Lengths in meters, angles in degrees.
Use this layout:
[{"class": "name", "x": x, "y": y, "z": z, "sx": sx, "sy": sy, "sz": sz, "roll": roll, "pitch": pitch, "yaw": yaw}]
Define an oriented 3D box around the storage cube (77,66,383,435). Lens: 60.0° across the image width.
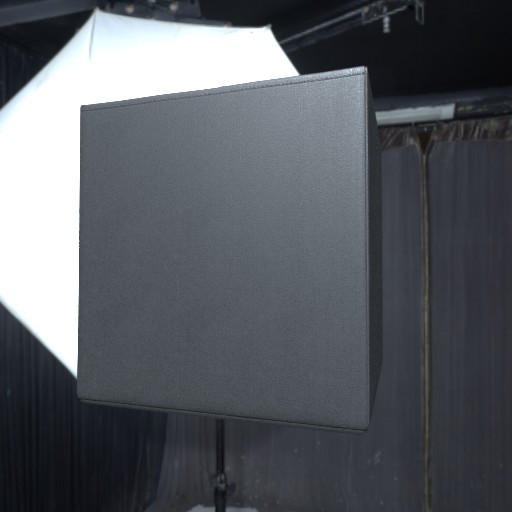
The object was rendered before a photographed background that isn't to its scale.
[{"class": "storage cube", "x": 0.000, "y": 0.000, "z": 0.499, "sx": 0.270, "sy": 0.280, "sz": 0.270, "roll": 0, "pitch": -2, "yaw": 18}]
